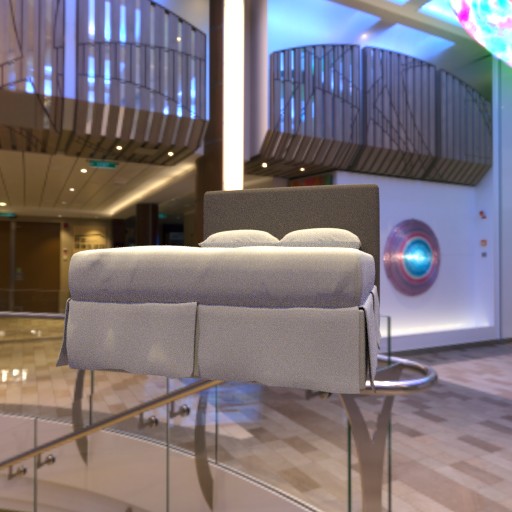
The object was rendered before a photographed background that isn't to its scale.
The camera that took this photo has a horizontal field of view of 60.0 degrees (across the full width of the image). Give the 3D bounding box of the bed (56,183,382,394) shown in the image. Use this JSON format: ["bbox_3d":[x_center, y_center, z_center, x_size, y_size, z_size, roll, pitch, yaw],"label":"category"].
[{"bbox_3d":[0.000,0.000,3.239,1.748,1.330,2.142,0,-1,17],"label":"bed"}]
